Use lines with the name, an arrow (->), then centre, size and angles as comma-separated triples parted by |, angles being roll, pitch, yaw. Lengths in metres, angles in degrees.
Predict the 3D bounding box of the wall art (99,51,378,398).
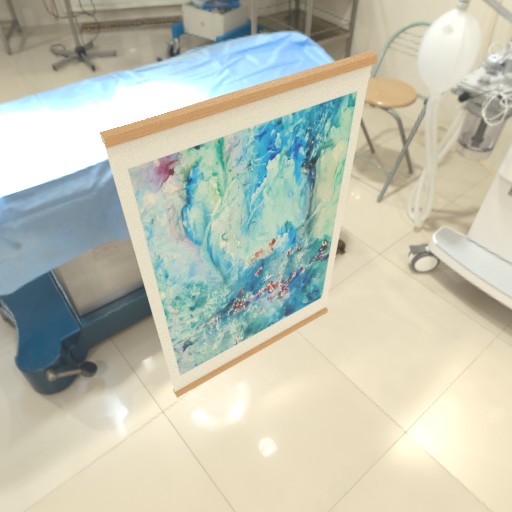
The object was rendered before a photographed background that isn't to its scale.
wall art -> 0.000, 0.000, 0.650 | 0.335, 0.510, 0.013 | -25, 51, -22
